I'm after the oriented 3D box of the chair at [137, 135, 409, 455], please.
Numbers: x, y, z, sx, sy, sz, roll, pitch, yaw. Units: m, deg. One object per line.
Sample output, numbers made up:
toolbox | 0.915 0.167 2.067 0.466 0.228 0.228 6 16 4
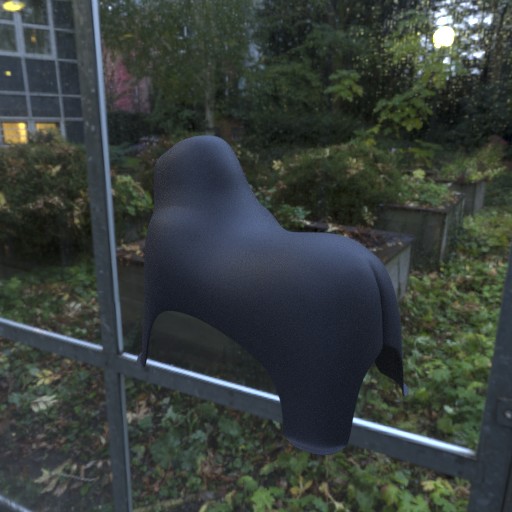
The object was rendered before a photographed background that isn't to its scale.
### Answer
chair | 0.000 0.000 1.143 0.490 0.600 0.758 -15 21 -43
